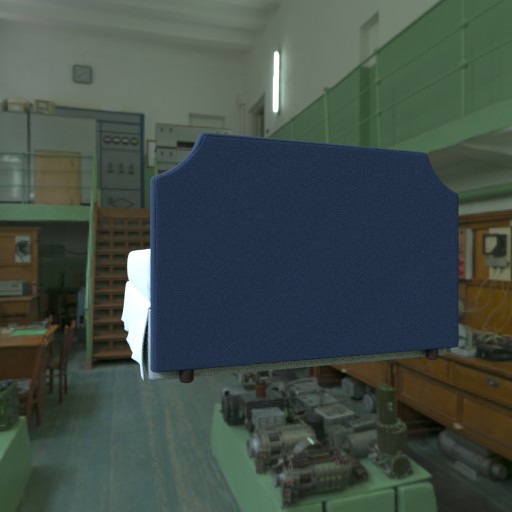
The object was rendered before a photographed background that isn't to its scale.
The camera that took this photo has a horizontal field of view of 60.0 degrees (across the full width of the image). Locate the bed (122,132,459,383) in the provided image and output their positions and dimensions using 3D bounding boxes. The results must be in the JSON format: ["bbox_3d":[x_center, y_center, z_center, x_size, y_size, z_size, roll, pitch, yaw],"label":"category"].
[{"bbox_3d":[0.000,0.000,4.186,2.350,1.488,2.773,0,0,-19],"label":"bed"}]
